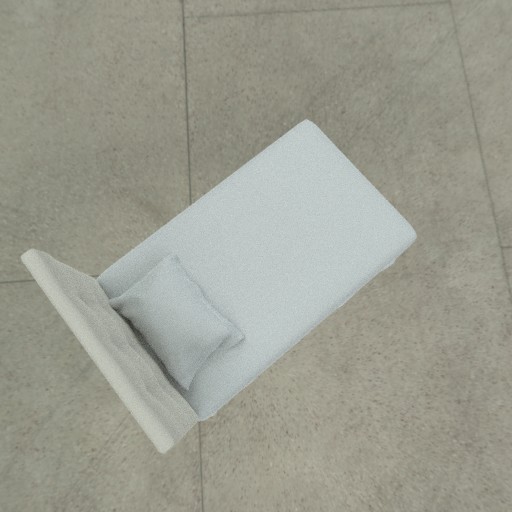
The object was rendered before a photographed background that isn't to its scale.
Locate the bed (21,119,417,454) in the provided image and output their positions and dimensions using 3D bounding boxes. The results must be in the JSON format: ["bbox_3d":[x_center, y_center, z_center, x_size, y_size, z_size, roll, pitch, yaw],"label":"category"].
[{"bbox_3d":[0.000,0.000,2.885,1.997,1.571,1.261,-39,80,-8],"label":"bed"}]
